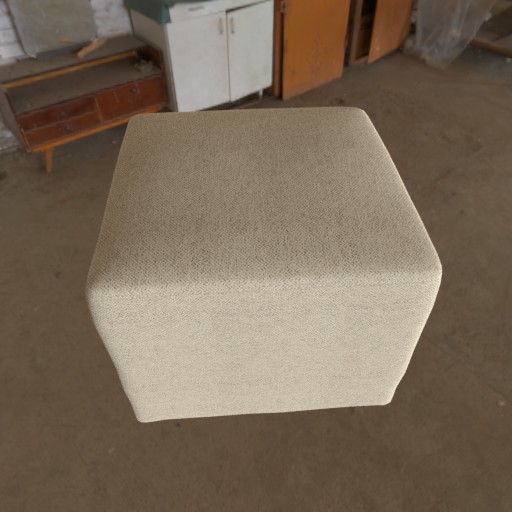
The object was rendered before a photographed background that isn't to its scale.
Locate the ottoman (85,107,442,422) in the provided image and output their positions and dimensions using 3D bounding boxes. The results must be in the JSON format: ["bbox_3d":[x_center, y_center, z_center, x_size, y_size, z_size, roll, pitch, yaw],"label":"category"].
[{"bbox_3d":[0.000,0.000,0.920,0.521,0.453,0.512,-3,45,-3],"label":"ottoman"}]
